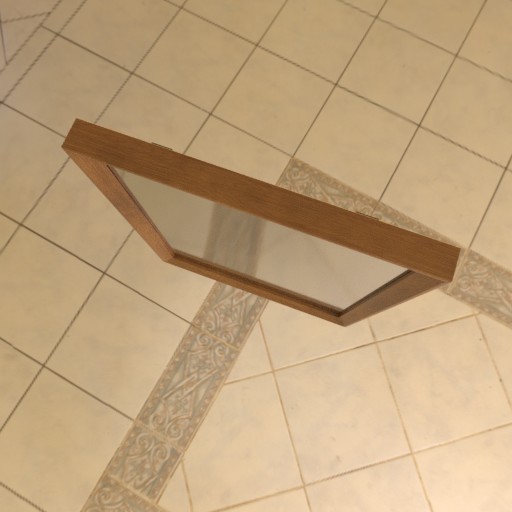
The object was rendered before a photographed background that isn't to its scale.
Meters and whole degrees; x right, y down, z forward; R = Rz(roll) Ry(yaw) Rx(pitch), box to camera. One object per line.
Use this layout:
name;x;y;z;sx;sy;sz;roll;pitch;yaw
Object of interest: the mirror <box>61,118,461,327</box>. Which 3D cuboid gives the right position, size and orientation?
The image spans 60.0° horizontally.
mirror;0.000;0.000;0.683;0.406;0.509;0.041;19;77;5
